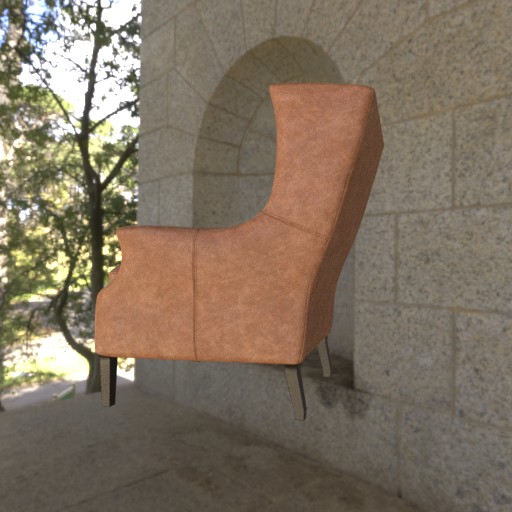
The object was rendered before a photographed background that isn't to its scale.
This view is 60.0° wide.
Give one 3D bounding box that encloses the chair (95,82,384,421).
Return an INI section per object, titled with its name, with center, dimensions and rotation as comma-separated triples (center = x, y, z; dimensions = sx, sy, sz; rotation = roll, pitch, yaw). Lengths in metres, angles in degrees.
[chair]
center = 0.000, 0.000, 1.706
dimensions = 0.926, 1.016, 0.853
rotation = 0, 0, 18
